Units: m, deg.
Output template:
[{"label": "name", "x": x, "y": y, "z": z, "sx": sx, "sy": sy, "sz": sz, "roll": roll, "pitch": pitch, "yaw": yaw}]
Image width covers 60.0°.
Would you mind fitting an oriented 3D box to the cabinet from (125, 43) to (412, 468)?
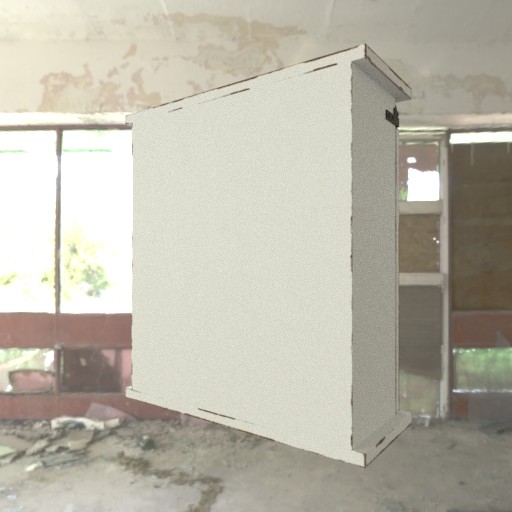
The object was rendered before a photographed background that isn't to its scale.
[{"label": "cabinet", "x": 0.000, "y": 0.000, "z": 0.873, "sx": 0.541, "sy": 0.603, "sz": 0.210, "roll": 0, "pitch": 0, "yaw": 36}]
